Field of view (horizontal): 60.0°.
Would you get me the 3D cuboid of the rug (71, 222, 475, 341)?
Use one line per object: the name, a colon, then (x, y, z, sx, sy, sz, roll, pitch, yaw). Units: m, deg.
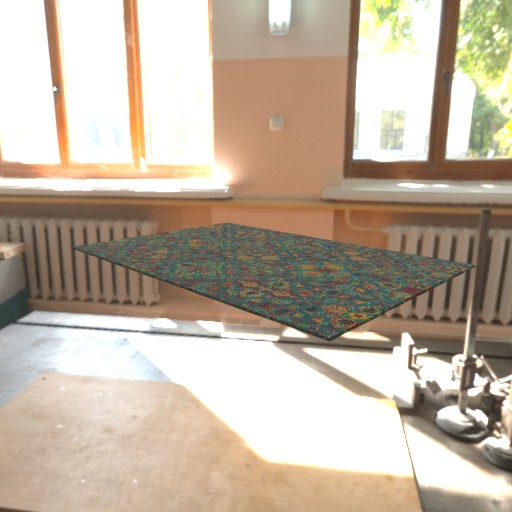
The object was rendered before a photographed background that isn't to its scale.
rug: (0.000, 0.000, 2.974, 2.290, 0.016, 1.527, 13, 19, 43)
